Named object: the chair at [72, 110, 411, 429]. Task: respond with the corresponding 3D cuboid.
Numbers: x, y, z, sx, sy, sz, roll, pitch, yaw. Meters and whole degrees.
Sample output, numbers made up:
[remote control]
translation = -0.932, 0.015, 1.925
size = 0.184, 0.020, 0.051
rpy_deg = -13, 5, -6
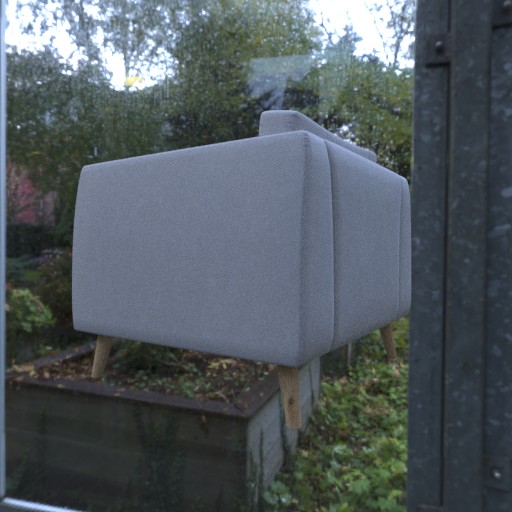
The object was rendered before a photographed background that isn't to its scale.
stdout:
[chair]
translation = 0.000, 0.000, 1.714
size = 0.930, 0.860, 1.000
rpy_deg = 1, 1, 34
